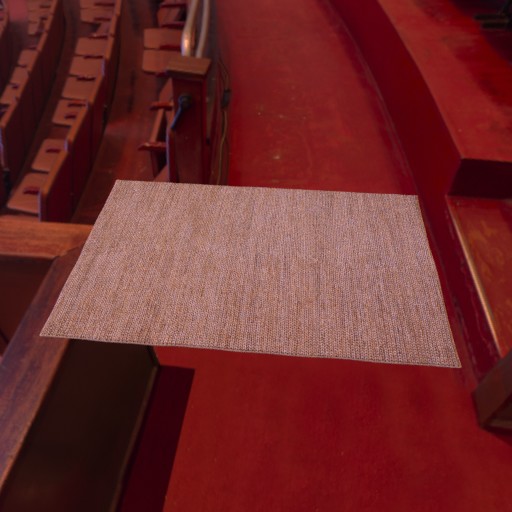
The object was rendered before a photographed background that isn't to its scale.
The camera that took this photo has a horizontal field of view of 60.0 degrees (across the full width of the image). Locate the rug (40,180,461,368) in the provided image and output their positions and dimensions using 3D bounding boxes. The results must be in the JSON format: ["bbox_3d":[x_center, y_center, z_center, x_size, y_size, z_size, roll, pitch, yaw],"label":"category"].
[{"bbox_3d":[0.000,0.000,3.065,2.438,0.034,1.521,4,47,3],"label":"rug"}]
